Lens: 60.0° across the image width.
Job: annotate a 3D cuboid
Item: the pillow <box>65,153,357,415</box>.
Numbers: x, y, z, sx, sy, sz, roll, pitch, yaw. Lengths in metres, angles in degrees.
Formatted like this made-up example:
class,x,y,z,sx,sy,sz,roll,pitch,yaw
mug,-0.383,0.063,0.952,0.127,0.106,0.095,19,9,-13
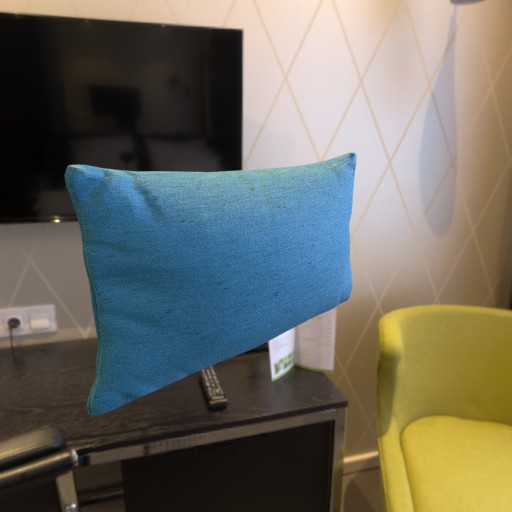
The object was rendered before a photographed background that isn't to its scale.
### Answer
class,x,y,z,sx,sy,sz,roll,pitch,yaw
pillow,0.000,0.000,0.774,0.210,0.338,0.633,14,20,42
